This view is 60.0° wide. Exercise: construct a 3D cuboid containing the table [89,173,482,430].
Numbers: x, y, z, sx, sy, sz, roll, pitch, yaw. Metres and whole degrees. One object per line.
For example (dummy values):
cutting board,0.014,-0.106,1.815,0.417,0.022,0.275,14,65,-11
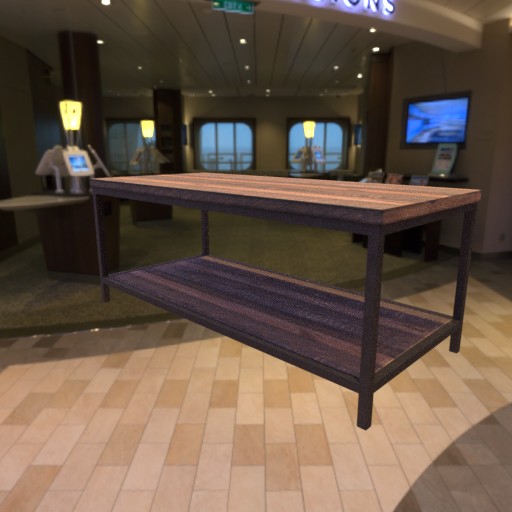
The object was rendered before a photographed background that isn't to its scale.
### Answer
table,0.000,0.000,1.231,0.990,0.399,0.452,13,19,43
